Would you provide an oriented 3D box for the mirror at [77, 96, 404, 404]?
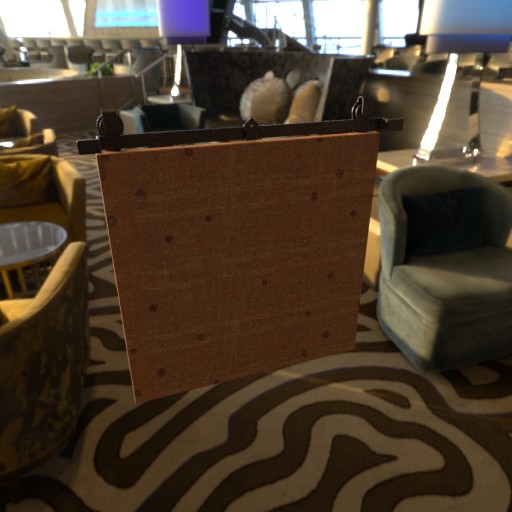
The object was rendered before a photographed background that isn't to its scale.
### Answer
[{"bbox_3d":[0.000,0.000,1.207,0.805,0.800,0.054,-9,28,-18],"label":"mirror"}]
